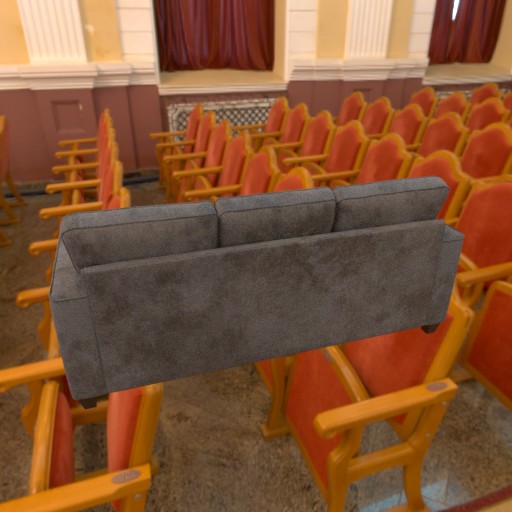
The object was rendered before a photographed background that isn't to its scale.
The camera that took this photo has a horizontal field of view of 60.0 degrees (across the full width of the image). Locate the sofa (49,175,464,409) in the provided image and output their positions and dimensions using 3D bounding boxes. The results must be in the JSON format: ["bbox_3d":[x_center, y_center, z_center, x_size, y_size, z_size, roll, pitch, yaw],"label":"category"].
[{"bbox_3d":[0.000,0.000,2.589,2.133,0.965,0.939,-8,28,-16],"label":"sofa"}]
